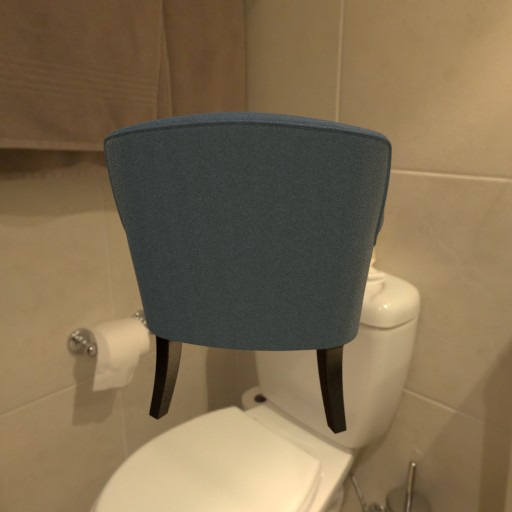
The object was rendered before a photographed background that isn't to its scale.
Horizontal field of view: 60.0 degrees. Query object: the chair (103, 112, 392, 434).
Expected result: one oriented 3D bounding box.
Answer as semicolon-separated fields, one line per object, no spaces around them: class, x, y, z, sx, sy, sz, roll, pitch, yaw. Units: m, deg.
chair;0.000;0.000;1.445;0.770;0.878;0.754;2;17;7
